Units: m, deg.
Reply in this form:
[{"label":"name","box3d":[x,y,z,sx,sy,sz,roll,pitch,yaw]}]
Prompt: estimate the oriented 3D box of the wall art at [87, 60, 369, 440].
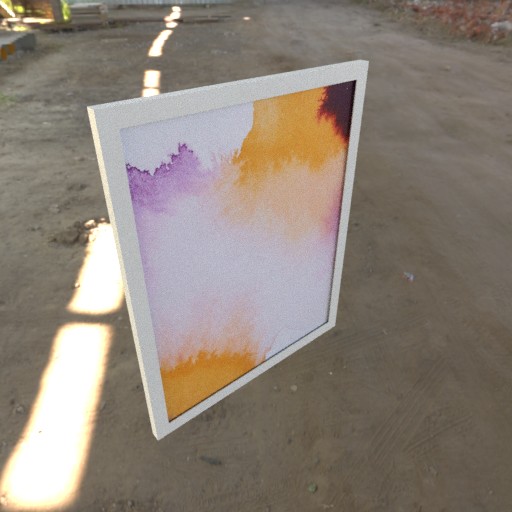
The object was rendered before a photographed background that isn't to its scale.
[{"label":"wall art","box3d":[0.000,0.000,1.075,0.661,0.811,0.026,-25,40,-33]}]
